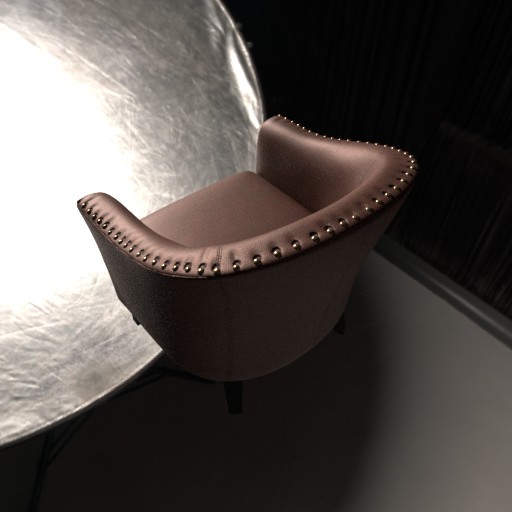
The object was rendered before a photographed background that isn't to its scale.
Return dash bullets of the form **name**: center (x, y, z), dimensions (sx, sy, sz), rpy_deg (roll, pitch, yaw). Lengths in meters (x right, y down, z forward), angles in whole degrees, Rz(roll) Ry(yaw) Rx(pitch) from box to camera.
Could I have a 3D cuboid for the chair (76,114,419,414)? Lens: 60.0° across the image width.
- **chair**: center (0.000, 0.000, 1.409), dimensions (0.794, 0.823, 0.748), rpy_deg (-31, 53, -26)
